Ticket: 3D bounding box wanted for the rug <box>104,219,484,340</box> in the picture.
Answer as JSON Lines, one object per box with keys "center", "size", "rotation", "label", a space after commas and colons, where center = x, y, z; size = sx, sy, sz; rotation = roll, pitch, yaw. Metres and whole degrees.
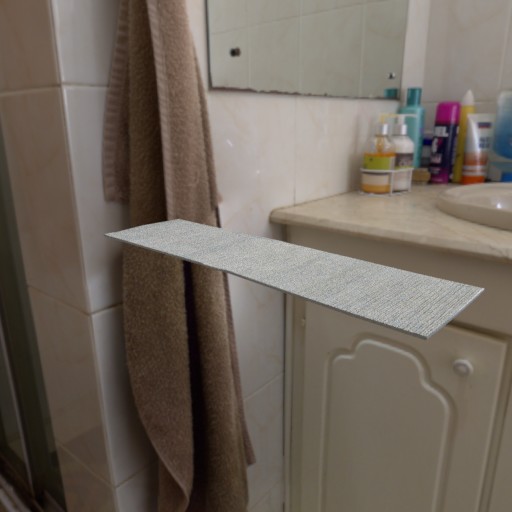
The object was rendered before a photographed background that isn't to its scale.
{"center": [0.000, 0.000, 2.621], "size": [2.341, 0.037, 0.675], "rotation": [15, 22, 41], "label": "rug"}
